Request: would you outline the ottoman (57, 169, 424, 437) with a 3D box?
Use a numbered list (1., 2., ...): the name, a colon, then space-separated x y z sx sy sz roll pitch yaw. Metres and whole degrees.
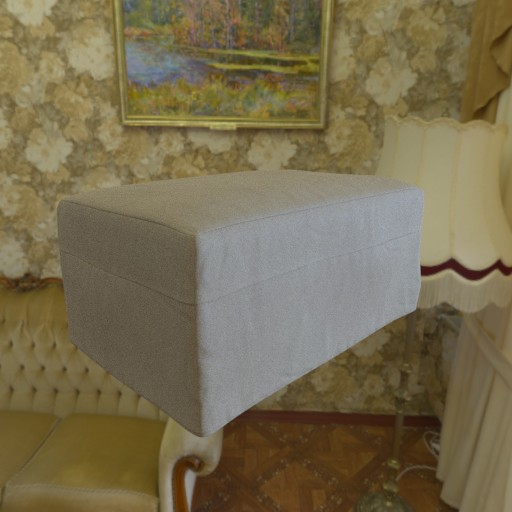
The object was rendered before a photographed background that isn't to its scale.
1. ottoman: 0.000 0.000 1.212 0.590 0.444 0.872 15 22 42
